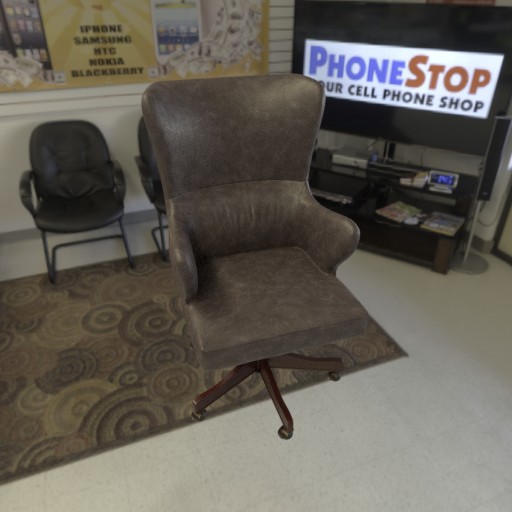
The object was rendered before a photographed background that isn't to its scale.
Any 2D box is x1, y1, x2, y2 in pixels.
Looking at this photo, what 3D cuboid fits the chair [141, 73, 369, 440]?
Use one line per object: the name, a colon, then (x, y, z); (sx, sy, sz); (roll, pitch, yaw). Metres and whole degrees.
chair: (0.000, 0.000, 1.485); (0.594, 1.037, 0.717); (-10, 33, -15)
